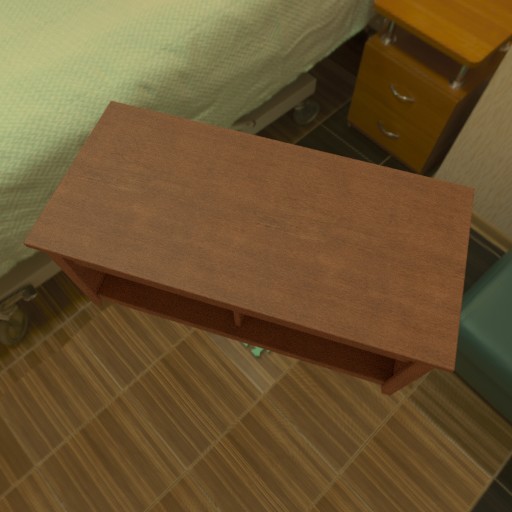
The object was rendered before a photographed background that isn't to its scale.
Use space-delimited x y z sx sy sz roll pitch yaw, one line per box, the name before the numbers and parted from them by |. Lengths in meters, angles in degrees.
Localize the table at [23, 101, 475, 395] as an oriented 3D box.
table | 0.000 0.000 1.297 1.016 0.457 0.483 16 65 8
